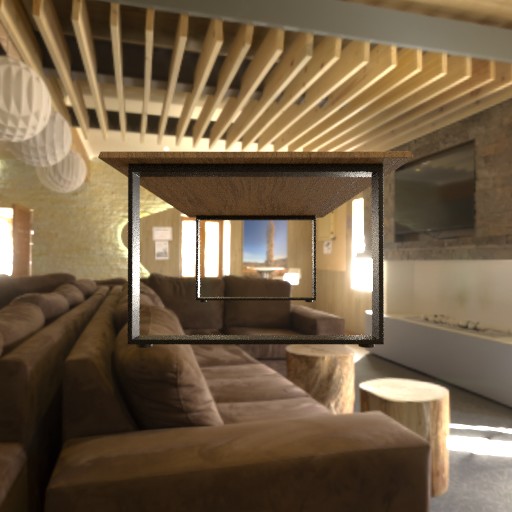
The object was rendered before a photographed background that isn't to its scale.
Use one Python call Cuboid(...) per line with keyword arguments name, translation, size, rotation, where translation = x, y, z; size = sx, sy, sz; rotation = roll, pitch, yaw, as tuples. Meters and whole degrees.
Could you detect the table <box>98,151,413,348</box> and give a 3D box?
Cuboid(name="table", translation=(0.000, 0.000, 1.635), size=(0.693, 0.445, 1.331), rotation=(0, -1, 0))
